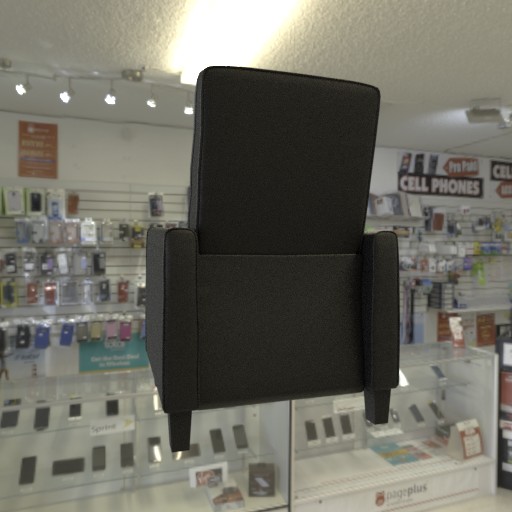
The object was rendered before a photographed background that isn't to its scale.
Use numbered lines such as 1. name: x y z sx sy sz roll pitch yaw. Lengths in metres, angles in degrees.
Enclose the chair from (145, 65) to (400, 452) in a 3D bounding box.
1. chair: 0.000 0.000 1.533 0.705 1.013 0.746 0 1 -17
